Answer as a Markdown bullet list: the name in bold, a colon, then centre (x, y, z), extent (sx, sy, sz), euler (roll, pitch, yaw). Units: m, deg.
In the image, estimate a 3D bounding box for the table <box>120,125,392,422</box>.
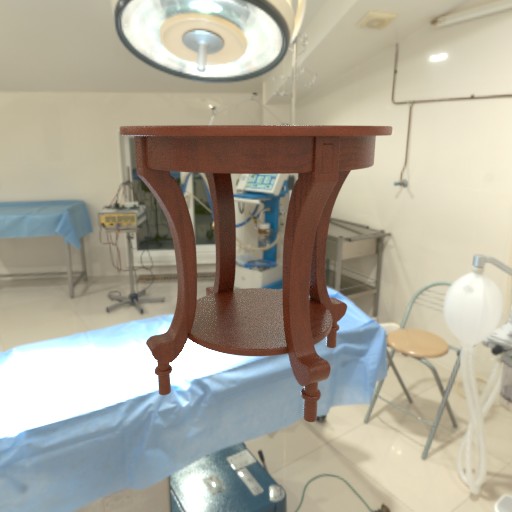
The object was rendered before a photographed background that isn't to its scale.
- **table**: centre (0.000, 0.000, 1.093), extent (0.597, 0.612, 0.597), euler (0, 16, 0)
